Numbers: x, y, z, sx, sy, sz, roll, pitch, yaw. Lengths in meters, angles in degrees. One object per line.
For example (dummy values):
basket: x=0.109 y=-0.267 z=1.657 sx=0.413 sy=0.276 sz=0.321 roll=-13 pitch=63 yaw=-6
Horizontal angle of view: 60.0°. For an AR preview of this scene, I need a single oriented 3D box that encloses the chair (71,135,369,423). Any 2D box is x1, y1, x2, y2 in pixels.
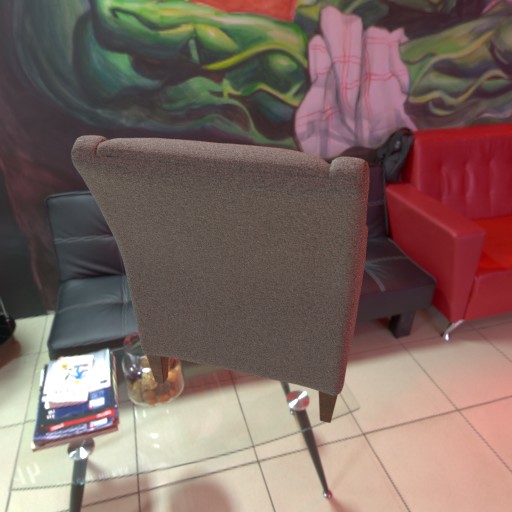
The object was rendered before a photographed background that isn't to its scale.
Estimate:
chair: x=0.000 y=0.000 z=1.630 sx=0.774 sy=1.016 sz=0.870 roll=8 pitch=30 yaw=15
